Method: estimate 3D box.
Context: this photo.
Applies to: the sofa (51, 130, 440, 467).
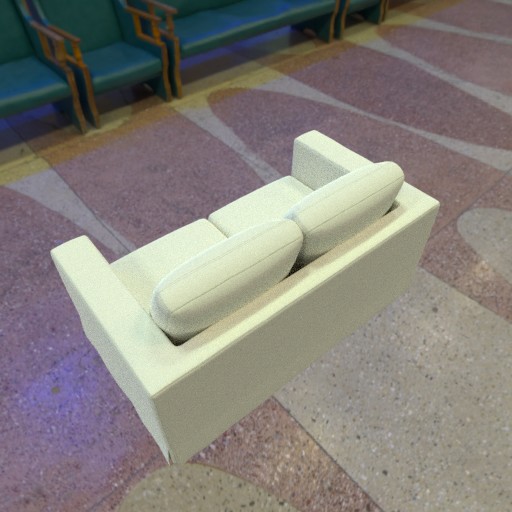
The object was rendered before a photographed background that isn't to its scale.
[{"bbox_3d":[0.000,0.000,2.419,1.813,0.932,1.009,-30,53,-26],"label":"sofa"}]
